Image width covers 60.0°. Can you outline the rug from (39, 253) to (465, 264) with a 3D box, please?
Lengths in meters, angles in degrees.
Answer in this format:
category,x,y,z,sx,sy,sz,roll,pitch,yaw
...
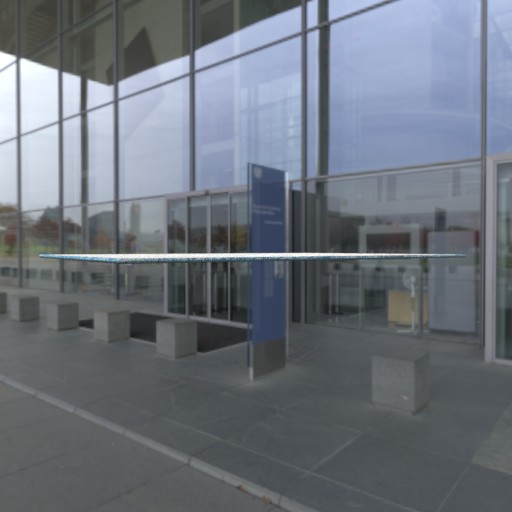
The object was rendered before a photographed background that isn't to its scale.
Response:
category,x,y,z,sx,sy,sz,roll,pitch,yaw
rug,0.000,0.000,2.282,1.829,0.016,1.219,-1,1,-36
